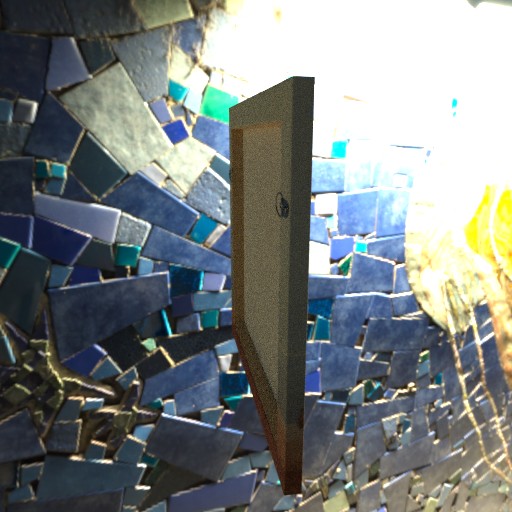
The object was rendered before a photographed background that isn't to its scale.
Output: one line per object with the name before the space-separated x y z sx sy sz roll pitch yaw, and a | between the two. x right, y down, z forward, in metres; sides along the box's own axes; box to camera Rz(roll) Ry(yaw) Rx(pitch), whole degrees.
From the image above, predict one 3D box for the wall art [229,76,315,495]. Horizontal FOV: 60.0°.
wall art | 0.000 0.000 0.895 0.034 0.605 0.605 -3 15 -10
